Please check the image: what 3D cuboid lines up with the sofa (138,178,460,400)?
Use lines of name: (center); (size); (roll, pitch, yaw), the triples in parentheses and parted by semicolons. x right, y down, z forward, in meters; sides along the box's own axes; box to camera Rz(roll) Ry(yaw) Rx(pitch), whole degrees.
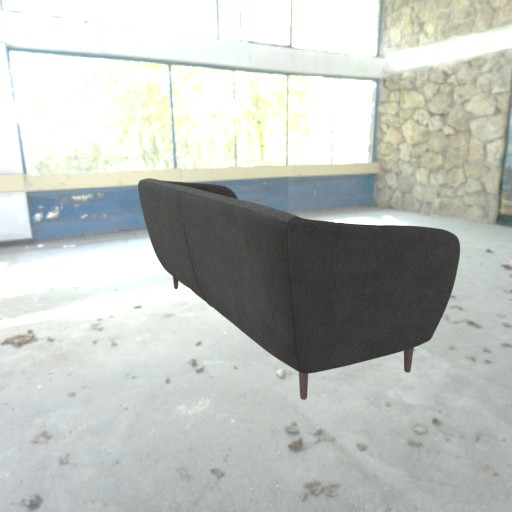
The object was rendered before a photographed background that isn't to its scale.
sofa: (0.000, 0.000, 2.721); (0.956, 0.875, 2.296); (-8, 16, -28)
